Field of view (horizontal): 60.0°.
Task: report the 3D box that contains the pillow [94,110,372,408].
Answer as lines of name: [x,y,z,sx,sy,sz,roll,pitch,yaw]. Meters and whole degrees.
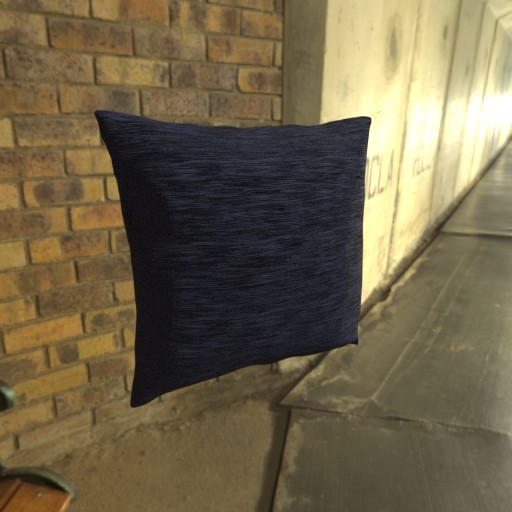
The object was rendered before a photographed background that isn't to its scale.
pillow: [0.000,0.000,0.712,0.452,0.439,0.204,-8,18,-25]
